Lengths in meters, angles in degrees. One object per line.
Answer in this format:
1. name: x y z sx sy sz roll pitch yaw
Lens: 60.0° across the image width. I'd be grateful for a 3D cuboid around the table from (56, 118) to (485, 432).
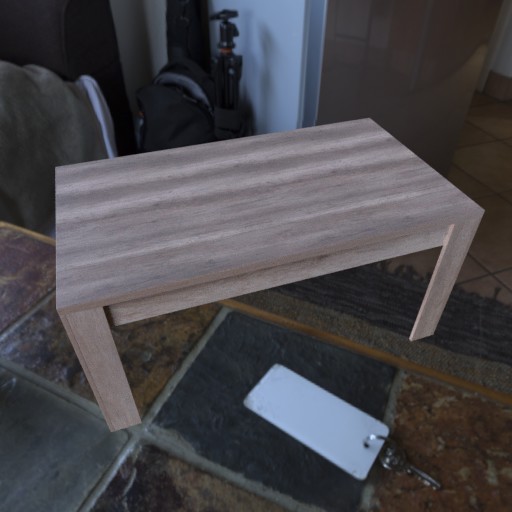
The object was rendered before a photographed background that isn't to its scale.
1. table: 0.000 0.000 2.127 1.600 0.775 0.900 -13 43 -14
